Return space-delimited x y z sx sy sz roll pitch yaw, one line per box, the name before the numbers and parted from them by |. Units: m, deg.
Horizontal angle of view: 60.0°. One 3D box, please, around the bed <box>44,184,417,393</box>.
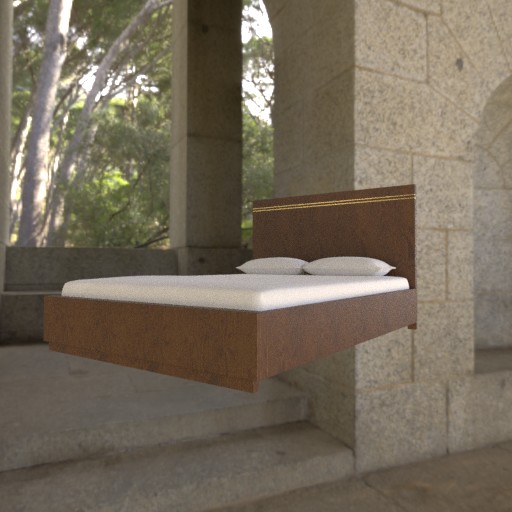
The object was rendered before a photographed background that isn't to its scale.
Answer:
bed | 0.000 0.000 3.158 1.613 1.169 2.221 -1 -1 36
